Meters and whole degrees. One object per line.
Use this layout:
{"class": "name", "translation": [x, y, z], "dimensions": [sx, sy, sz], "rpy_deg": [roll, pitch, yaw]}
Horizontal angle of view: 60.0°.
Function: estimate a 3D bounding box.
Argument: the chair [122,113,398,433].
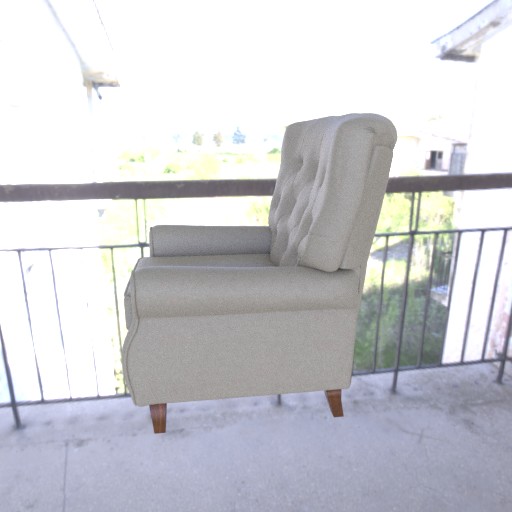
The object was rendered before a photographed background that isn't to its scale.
{"class": "chair", "translation": [0.000, 0.000, 1.882], "dimensions": [1.059, 1.158, 0.943], "rpy_deg": [-2, 16, -8]}
